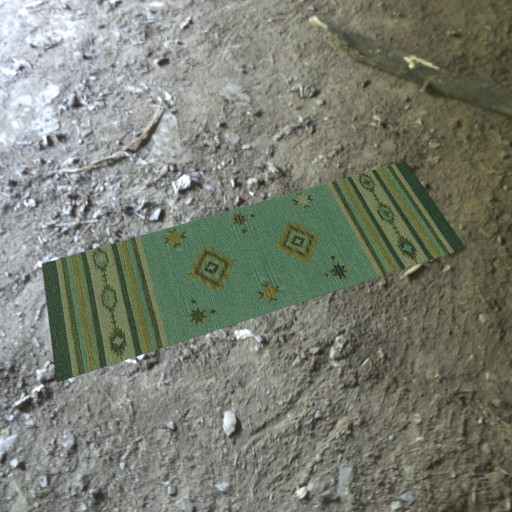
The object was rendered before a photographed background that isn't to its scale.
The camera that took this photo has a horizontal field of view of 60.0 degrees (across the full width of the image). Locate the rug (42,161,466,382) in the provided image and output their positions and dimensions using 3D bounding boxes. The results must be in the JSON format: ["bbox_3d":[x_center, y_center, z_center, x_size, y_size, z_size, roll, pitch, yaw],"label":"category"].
[{"bbox_3d":[0.000,0.000,2.667,2.441,0.010,0.744,-17,61,-10],"label":"rug"}]
